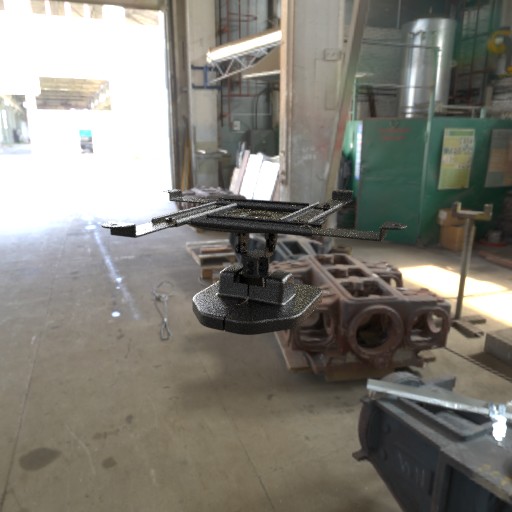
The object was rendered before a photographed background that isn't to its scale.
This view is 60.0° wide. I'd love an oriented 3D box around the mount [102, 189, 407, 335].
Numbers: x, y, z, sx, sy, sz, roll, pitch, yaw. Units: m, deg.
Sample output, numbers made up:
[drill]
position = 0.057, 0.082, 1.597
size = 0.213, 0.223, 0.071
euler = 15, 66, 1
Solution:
[mount]
position = 0.000, 0.000, 0.596
size = 0.394, 0.141, 0.394
euler = 7, 17, 24
